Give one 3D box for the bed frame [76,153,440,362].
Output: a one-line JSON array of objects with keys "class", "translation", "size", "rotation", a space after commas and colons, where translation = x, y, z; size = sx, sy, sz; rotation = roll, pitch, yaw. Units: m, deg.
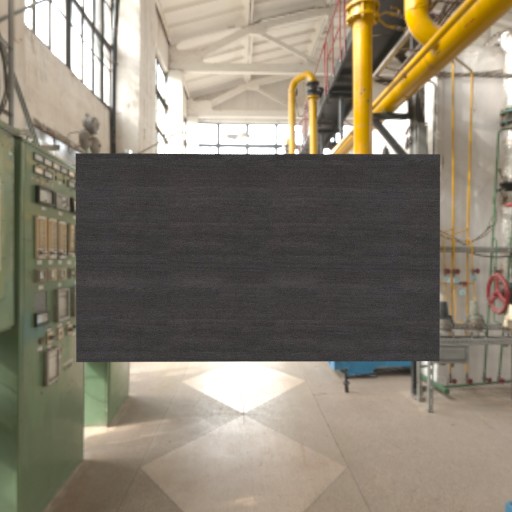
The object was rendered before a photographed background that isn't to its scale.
[{"class": "bed frame", "translation": [0.000, 0.000, 2.654], "size": [1.400, 0.800, 1.900], "rotation": [0, 0, -1]}]
